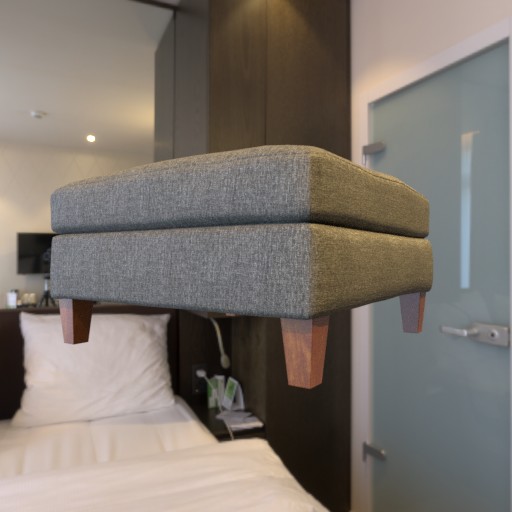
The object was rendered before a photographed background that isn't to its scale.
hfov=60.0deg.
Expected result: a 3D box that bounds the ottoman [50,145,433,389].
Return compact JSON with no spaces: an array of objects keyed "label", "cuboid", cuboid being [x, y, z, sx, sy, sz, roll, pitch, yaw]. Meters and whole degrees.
[{"label":"ottoman","cuboid":[0.000,0.000,1.320,0.838,0.481,0.838,0,0,35]}]
